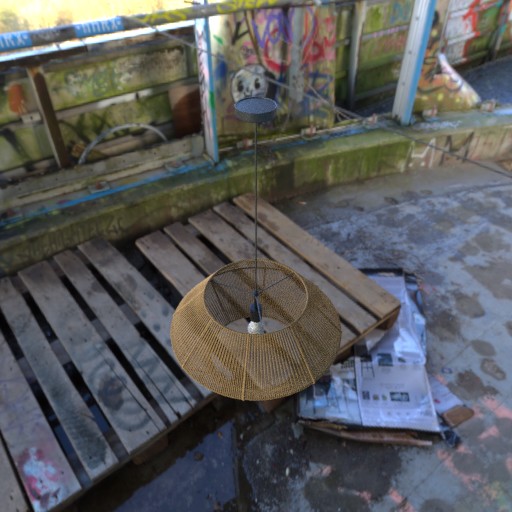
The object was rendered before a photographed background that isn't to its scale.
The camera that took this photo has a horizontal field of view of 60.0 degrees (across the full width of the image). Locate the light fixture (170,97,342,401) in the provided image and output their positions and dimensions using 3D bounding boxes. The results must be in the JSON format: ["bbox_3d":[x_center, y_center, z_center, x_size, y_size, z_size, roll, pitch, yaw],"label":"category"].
[{"bbox_3d":[0.000,0.000,1.449,0.643,1.009,0.643,0,41,0],"label":"light fixture"}]
